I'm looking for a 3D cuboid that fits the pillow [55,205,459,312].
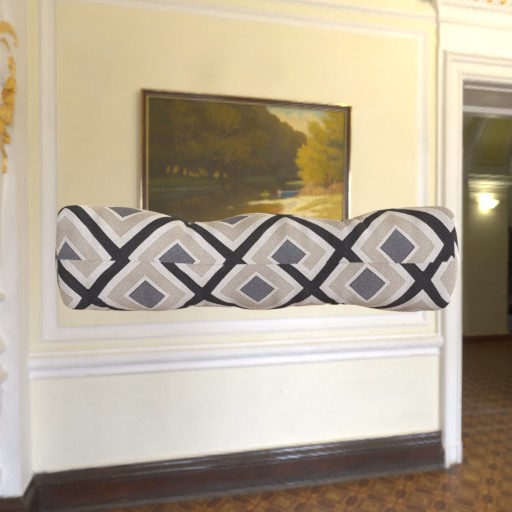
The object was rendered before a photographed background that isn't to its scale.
[{"bbox_3d":[0.000,0.000,0.722,0.468,0.128,0.490,0,1,0],"label":"pillow"}]
